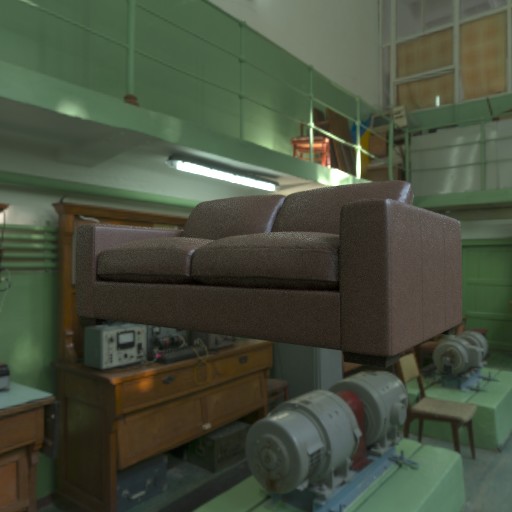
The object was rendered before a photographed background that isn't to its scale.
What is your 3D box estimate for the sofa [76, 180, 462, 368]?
[{"bbox_3d":[0.000,0.000,2.472,1.920,0.800,1.070,-1,-1,37],"label":"sofa"}]
